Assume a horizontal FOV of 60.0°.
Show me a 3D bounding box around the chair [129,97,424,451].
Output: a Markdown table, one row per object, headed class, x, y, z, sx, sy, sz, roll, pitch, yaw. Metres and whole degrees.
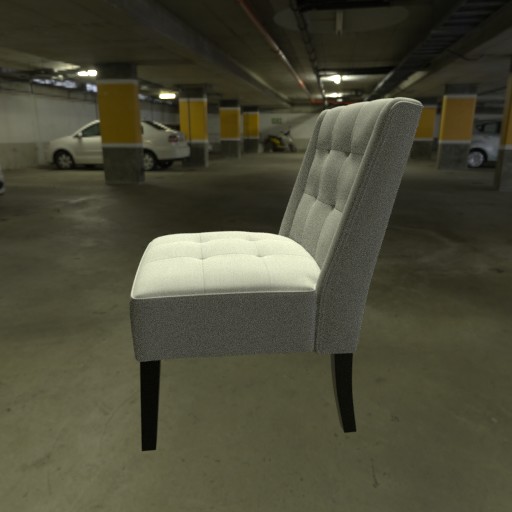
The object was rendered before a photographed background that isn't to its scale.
| class | x | y | z | sx | sy | sz | roll | pitch | yaw |
| --- | --- | --- | --- | --- | --- | --- | --- | --- | --- |
| chair | 0.000 | 0.000 | 1.297 | 0.676 | 0.853 | 0.569 | -2 | 16 | -8 |
